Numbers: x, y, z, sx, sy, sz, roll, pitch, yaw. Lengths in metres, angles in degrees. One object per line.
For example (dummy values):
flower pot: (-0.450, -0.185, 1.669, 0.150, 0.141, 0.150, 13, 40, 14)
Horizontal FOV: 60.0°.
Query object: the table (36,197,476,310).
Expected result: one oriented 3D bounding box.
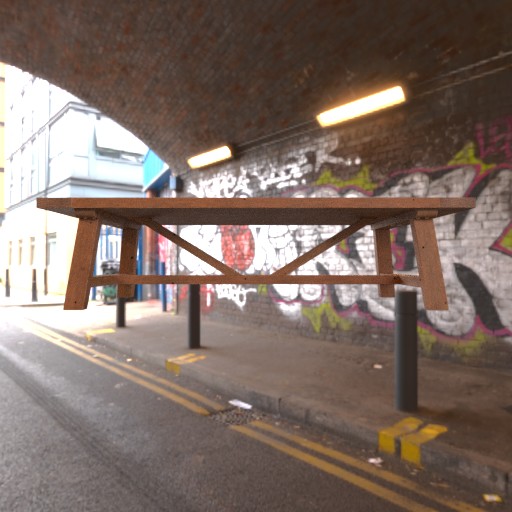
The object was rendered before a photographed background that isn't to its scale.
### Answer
table: (0.000, 0.000, 2.221, 1.800, 0.465, 0.820, 0, -1, 0)
